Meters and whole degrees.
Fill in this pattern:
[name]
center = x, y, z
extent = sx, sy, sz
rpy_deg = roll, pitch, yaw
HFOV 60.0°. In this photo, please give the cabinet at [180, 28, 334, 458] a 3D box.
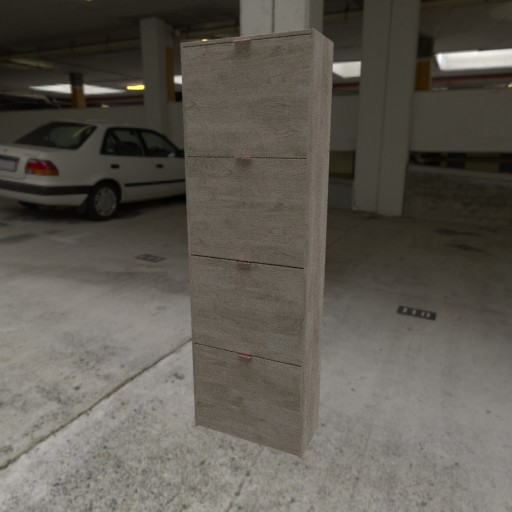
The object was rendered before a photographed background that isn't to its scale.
[cabinet]
center = 0.000, 0.000, 1.842
extent = 0.520, 1.630, 0.250
rpy_deg = 7, 16, 24
